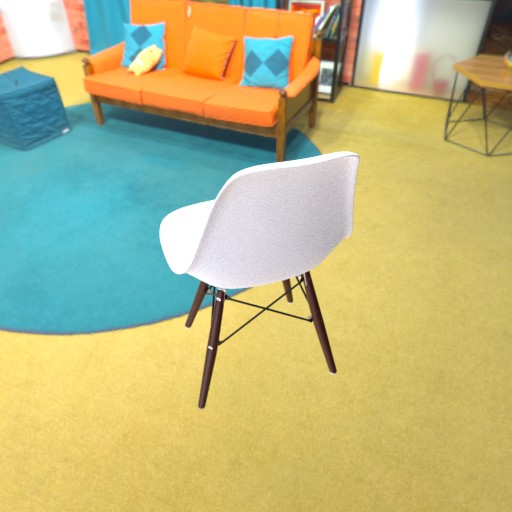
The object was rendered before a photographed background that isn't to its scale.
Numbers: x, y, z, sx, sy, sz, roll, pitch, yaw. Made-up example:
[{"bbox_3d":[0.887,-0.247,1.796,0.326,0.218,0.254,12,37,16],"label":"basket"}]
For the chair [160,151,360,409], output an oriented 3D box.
[{"bbox_3d":[0.000,0.000,1.184,0.470,0.826,0.533,-12,42,-14],"label":"chair"}]
